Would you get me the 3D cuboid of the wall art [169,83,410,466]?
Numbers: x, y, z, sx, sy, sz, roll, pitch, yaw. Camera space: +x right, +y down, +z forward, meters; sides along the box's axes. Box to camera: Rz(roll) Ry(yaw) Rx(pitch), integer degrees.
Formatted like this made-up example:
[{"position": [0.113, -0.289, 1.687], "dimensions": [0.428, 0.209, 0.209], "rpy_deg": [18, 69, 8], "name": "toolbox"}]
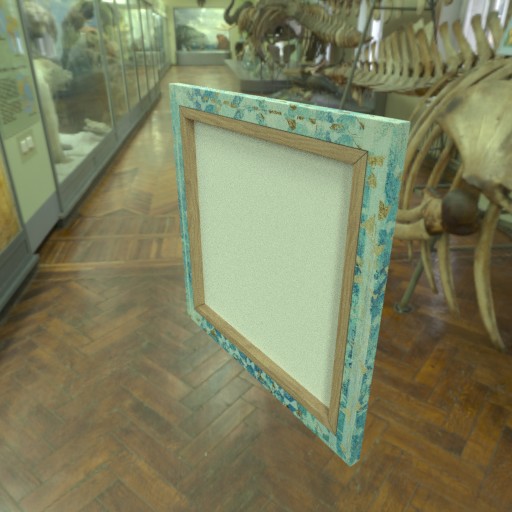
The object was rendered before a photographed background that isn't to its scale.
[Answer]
[{"position": [0.000, 0.000, 1.348], "dimensions": [0.040, 0.916, 0.916], "rpy_deg": [-18, 32, -32], "name": "wall art"}]
